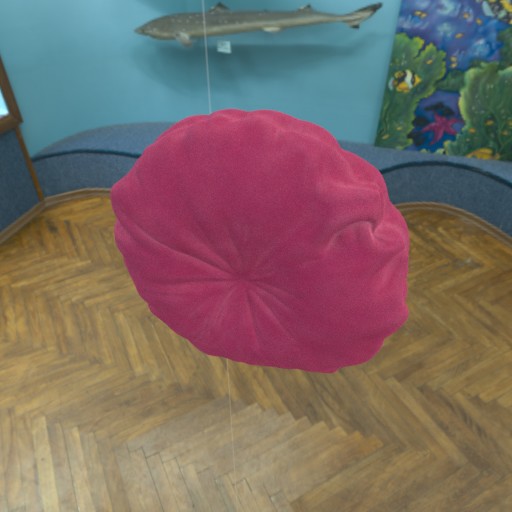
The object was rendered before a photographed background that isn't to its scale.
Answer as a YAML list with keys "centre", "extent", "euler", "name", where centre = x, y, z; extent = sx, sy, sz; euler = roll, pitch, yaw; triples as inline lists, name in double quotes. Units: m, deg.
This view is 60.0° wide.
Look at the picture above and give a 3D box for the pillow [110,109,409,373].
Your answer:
- centre: [0.000, 0.000, 0.625]
  extent: [0.428, 0.407, 0.148]
  euler: [12, 42, 14]
  name: "pillow"
